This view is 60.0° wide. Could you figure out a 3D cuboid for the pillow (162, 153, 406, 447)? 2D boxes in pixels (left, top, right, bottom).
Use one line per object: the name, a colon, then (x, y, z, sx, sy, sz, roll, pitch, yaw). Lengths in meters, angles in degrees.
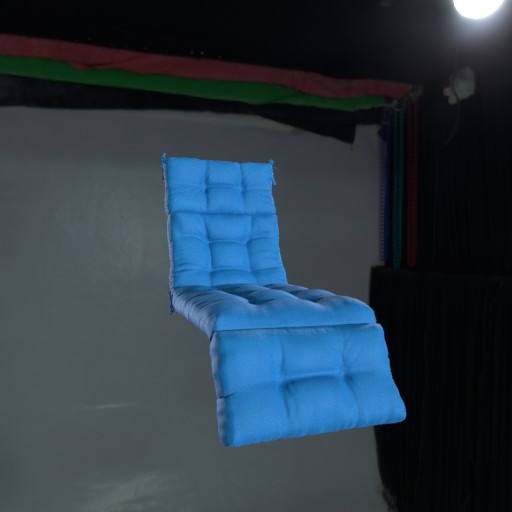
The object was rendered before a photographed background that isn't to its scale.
pillow: (0.000, 0.000, 1.510, 0.526, 0.863, 1.016, 0, 0, -19)
